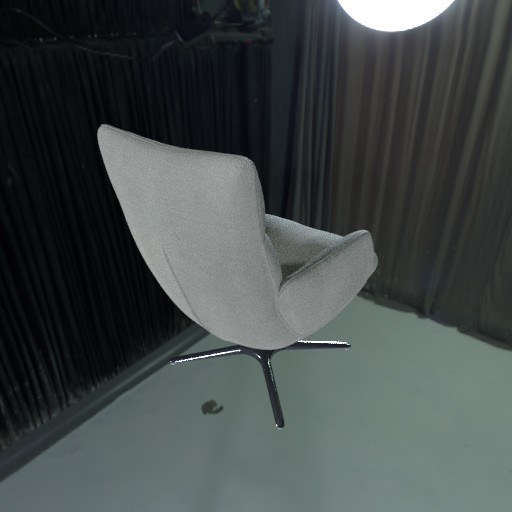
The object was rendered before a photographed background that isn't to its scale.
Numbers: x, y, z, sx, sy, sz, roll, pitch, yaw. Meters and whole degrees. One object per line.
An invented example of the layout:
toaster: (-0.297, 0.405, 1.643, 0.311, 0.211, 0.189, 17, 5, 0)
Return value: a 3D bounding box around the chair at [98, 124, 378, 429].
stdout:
chair: (0.000, 0.000, 1.610, 0.711, 1.016, 0.889, 20, 36, 31)
